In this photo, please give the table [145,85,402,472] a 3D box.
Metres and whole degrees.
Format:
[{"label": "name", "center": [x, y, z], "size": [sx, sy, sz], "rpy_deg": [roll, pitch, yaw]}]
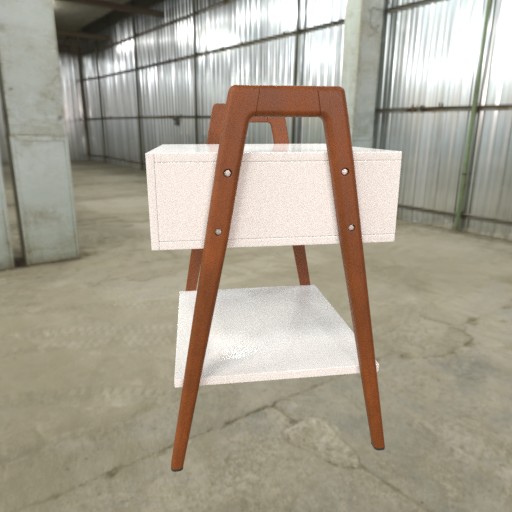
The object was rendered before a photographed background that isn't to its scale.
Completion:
[{"label": "table", "center": [0.000, 0.000, 0.900], "size": [0.405, 0.610, 0.457], "rpy_deg": [-2, 16, -8]}]
